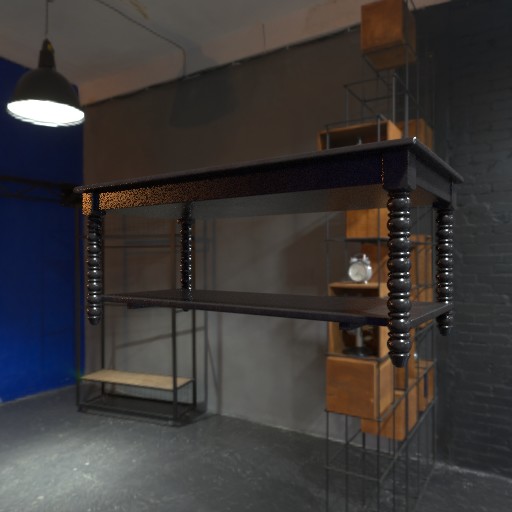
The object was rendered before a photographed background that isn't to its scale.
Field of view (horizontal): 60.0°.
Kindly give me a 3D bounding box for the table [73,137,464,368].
[{"bbox_3d":[0.000,0.000,1.464,1.171,0.487,0.580,0,0,34],"label":"table"}]
